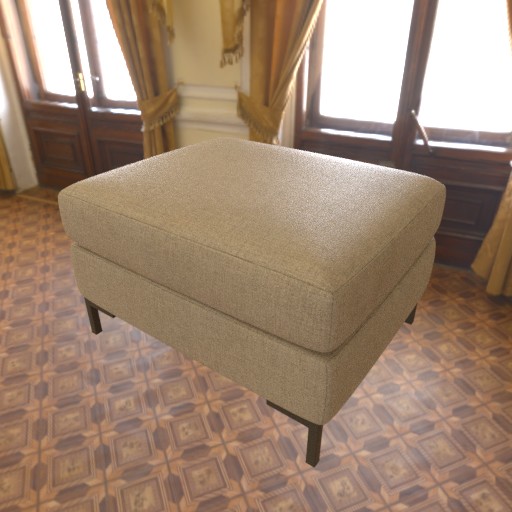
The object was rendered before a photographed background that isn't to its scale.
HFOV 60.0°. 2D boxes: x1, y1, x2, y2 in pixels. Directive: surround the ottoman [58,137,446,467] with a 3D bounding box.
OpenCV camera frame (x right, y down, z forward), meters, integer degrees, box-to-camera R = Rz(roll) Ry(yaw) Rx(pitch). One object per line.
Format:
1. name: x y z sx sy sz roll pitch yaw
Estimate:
1. ottoman: 0.000 0.000 1.233 0.820 0.490 0.671 20 35 31
